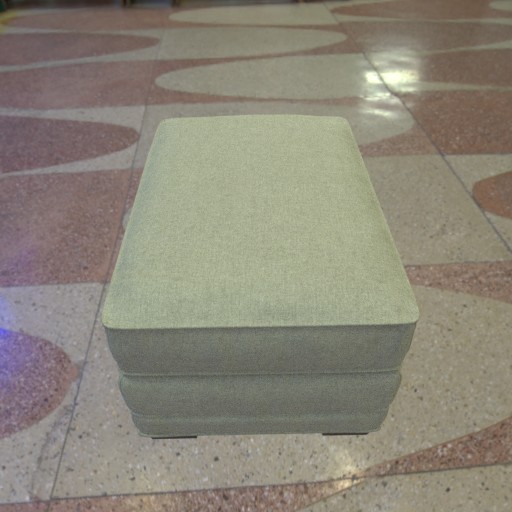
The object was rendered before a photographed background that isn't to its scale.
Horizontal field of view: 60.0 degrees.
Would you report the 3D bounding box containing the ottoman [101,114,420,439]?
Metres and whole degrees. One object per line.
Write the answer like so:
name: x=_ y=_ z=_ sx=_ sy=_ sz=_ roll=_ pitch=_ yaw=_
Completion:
ottoman: x=0.000 y=0.000 z=1.222 sx=0.611 sy=0.508 sz=0.848 roll=-1 pitch=43 yaw=-1
